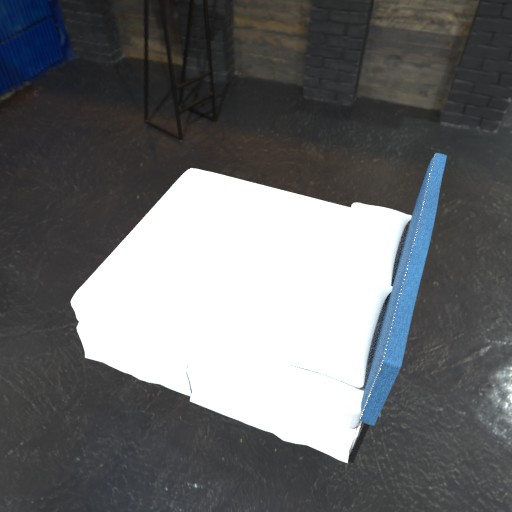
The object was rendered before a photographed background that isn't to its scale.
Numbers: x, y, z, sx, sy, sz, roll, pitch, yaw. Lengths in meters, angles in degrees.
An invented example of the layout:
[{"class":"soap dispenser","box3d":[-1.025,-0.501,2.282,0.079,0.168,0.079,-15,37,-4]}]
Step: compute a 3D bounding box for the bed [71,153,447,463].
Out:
[{"class":"bed","box3d":[0.000,0.000,2.823,1.872,1.169,1.610,17,48,16]}]
